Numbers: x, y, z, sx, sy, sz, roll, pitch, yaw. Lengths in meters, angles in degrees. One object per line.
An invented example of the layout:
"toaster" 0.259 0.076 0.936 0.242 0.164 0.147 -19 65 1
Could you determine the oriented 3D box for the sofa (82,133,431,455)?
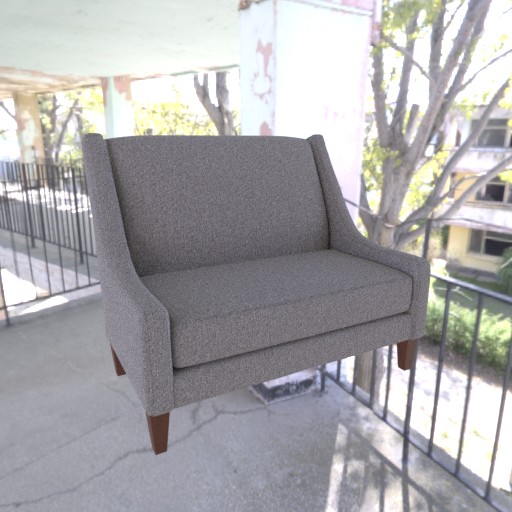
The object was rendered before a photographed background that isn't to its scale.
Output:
"sofa" 0.000 0.000 1.916 1.242 1.026 0.862 -8 17 -28
